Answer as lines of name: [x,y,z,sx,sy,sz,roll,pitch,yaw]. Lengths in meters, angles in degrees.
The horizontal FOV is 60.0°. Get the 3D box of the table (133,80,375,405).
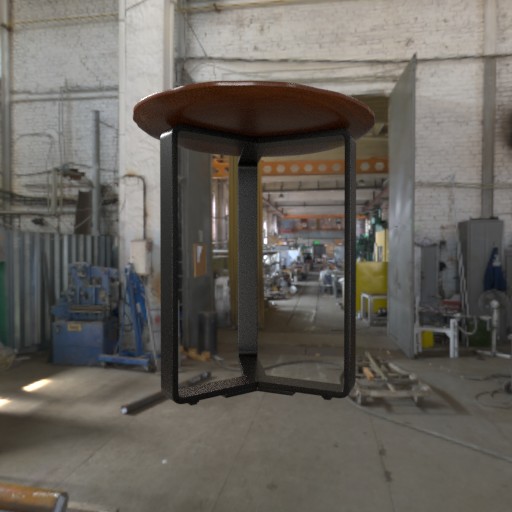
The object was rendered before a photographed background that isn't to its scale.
table: [0.000,0.000,0.759,0.410,0.450,0.380,-1,1,-36]
